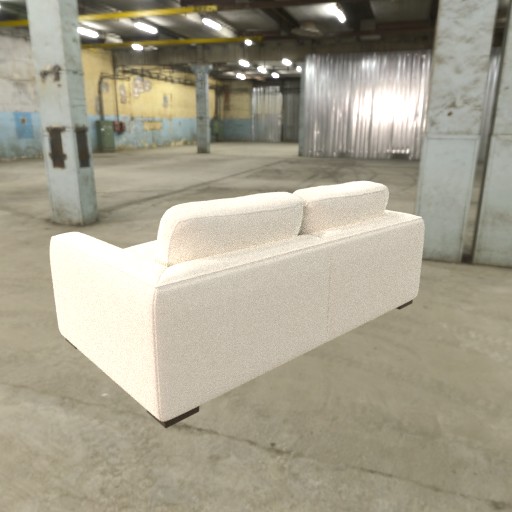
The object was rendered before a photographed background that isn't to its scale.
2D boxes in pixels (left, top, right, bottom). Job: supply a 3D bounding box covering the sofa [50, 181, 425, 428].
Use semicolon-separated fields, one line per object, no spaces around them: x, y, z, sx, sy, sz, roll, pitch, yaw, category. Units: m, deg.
0.000;0.000;2.515;1.920;0.801;1.069;-14;21;-41;sofa
